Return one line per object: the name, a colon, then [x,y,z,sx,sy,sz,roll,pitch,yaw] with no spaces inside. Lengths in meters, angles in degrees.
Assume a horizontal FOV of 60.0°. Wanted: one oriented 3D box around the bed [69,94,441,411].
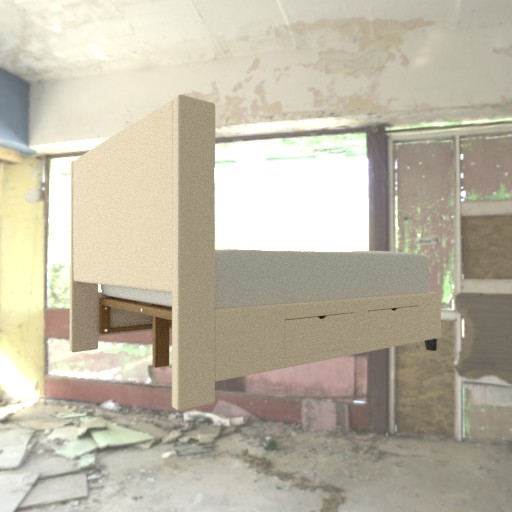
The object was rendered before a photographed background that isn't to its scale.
bed: [0.000,0.000,3.433,2.280,1.471,1.765,1,-1,-38]
